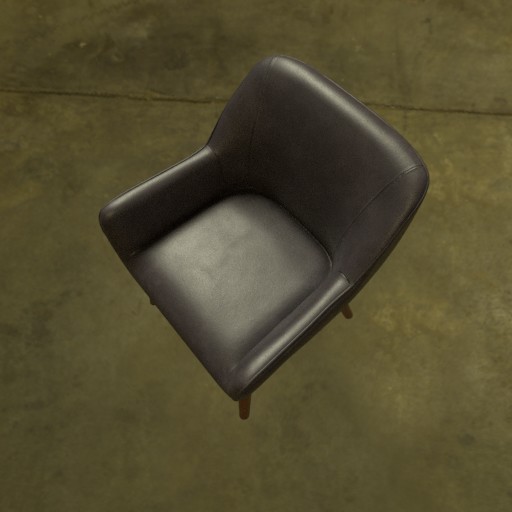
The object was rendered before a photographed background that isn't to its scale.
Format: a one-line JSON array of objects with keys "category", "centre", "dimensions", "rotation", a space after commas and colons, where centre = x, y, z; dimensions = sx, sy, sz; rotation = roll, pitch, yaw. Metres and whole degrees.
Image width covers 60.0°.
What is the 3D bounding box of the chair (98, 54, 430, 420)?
[{"category": "chair", "centre": [0.000, 0.000, 1.277], "dimensions": [0.610, 0.828, 0.610], "rotation": [-37, 68, -17]}]
